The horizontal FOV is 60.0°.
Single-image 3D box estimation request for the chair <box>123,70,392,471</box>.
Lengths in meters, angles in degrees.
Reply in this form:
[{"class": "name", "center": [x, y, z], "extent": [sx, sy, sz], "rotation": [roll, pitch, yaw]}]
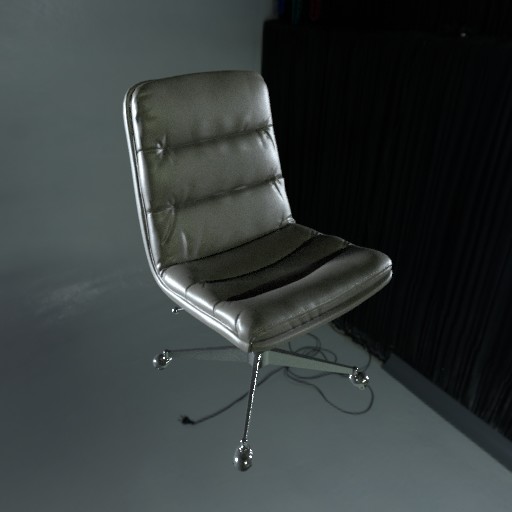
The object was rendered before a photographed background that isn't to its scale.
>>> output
[{"class": "chair", "center": [0.000, 0.000, 1.009], "extent": [0.422, 0.738, 0.485], "rotation": [-21, 36, -32]}]
